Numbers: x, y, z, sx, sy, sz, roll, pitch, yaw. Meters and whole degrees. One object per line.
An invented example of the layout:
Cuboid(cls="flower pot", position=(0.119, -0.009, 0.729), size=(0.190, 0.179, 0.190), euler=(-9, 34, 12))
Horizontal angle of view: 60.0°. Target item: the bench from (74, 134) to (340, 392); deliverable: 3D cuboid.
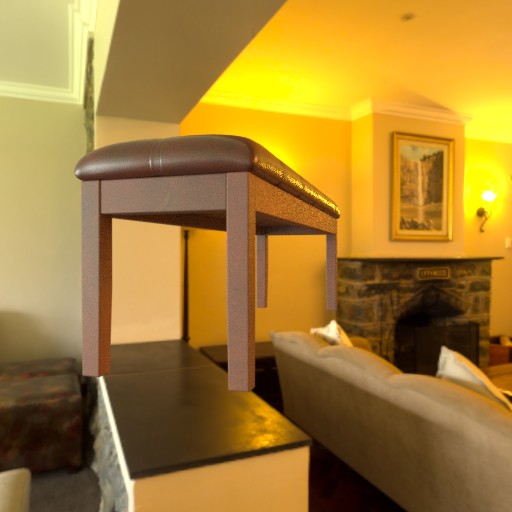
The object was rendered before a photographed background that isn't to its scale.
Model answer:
Cuboid(cls="bench", position=(0.000, 0.000, 1.448), size=(0.401, 0.491, 1.259), euler=(0, 1, 18))
